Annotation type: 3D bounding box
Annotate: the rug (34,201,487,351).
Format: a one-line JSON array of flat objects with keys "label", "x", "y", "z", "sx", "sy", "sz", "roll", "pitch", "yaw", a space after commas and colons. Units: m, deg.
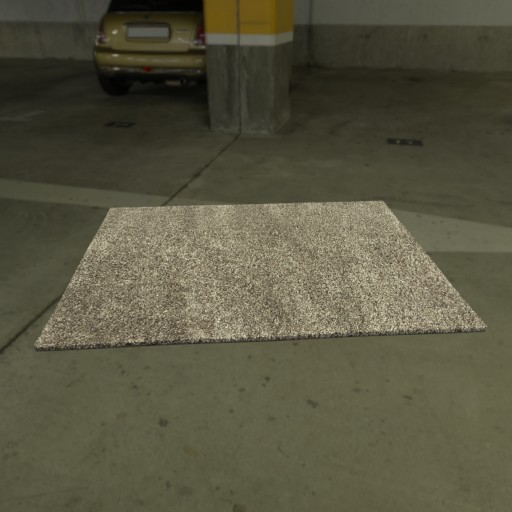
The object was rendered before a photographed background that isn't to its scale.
[{"label": "rug", "x": 0.000, "y": 0.000, "z": 2.080, "sx": 1.601, "sy": 0.025, "sz": 1.198, "roll": -2, "pitch": 29, "yaw": -3}]
